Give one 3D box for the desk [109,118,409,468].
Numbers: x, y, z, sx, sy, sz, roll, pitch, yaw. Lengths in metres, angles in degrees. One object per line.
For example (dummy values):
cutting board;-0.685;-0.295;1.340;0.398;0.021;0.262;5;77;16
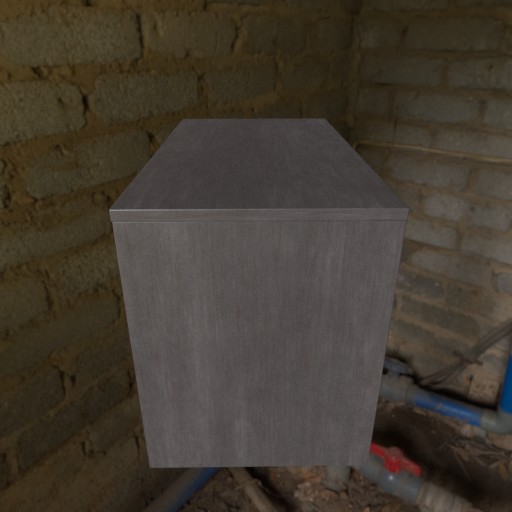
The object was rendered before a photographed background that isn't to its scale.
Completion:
desk;0.000;0.000;1.542;0.600;0.750;1.100;0;26;-1
